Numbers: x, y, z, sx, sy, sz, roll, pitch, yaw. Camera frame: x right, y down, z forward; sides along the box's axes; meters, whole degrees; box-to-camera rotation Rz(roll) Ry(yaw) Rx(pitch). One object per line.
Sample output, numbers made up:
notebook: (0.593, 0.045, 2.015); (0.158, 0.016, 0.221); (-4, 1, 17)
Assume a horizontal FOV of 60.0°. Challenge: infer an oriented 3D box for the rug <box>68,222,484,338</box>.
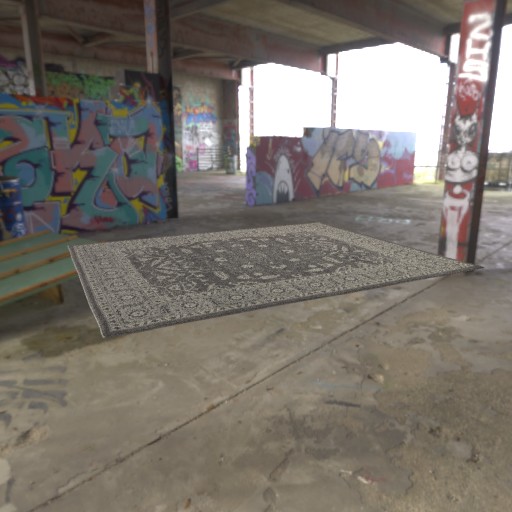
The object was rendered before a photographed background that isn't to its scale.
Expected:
rug: (0.000, 0.000, 4.101); (3.069, 0.026, 2.451); (-7, 16, -26)
